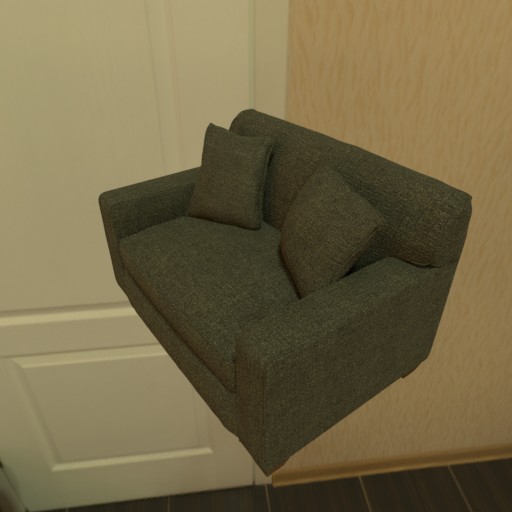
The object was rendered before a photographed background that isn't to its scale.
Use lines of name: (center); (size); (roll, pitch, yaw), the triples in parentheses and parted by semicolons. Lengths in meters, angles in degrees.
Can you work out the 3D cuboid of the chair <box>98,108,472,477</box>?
chair: (0.000, 0.000, 2.027); (1.000, 0.948, 1.383); (-22, 40, -29)
